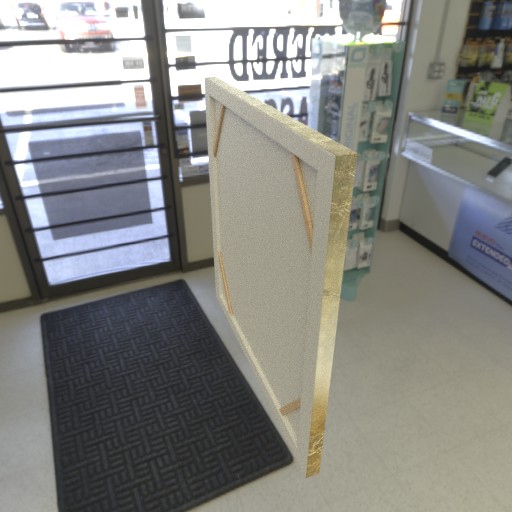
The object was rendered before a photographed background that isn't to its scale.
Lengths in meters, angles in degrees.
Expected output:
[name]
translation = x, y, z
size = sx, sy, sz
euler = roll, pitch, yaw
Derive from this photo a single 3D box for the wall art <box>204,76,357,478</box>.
[wall art]
translation = 0.000, 0.000, 1.638
size = 0.051, 1.091, 1.092
euler = -11, 32, -17
